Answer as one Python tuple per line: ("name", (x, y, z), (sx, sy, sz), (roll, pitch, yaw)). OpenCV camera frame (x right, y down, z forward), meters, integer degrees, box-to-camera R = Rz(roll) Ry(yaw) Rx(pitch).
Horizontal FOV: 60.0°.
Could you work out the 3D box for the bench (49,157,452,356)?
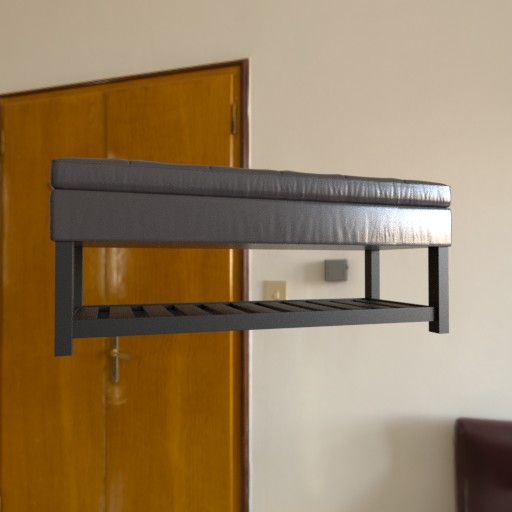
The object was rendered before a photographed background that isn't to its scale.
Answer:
("bench", (0.000, 0.000, 1.346), (1.105, 0.460, 0.432), (0, -1, -18))
